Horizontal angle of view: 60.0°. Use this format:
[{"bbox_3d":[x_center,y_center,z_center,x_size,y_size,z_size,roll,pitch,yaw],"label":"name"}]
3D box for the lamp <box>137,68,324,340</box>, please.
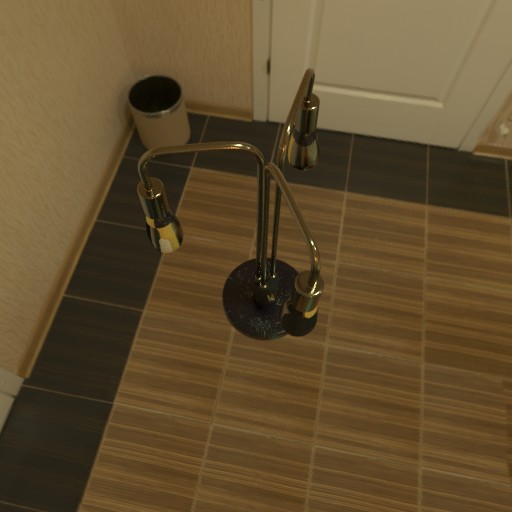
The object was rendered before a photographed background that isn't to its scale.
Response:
[{"bbox_3d":[0.000,0.000,0.825,0.355,0.560,0.368,-16,64,-8],"label":"lamp"}]
